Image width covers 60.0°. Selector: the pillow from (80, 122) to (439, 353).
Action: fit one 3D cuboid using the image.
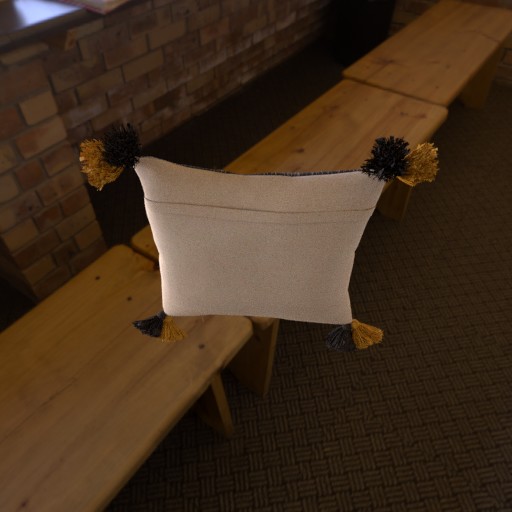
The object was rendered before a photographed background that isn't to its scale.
[{"bbox_3d":[0.000,0.000,0.974,0.654,0.659,0.139,3,47,3],"label":"pillow"}]
